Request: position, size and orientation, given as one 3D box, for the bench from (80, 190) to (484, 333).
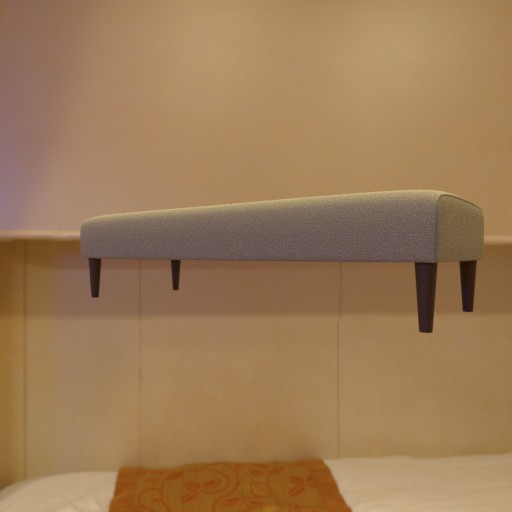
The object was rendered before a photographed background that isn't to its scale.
[{"bbox_3d":[0.000,0.000,1.832,1.609,0.393,0.646,0,1,37],"label":"bench"}]
